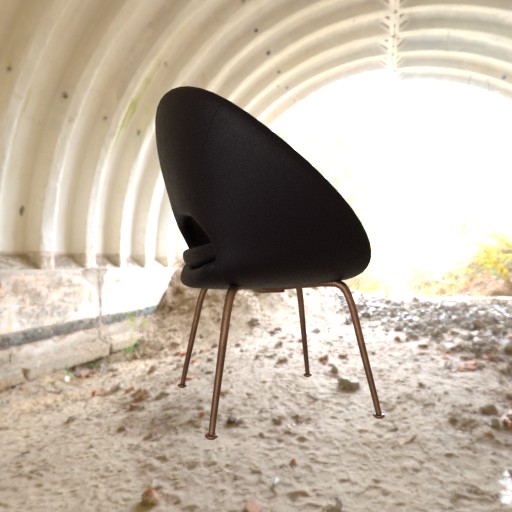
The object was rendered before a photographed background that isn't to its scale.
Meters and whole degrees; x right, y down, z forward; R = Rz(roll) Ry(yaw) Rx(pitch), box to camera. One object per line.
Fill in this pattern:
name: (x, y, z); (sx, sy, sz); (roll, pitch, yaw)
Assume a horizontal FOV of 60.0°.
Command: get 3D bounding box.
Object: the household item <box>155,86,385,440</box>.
household item: (0.000, 0.000, 1.289); (0.573, 0.852, 0.623); (0, -1, -18)
